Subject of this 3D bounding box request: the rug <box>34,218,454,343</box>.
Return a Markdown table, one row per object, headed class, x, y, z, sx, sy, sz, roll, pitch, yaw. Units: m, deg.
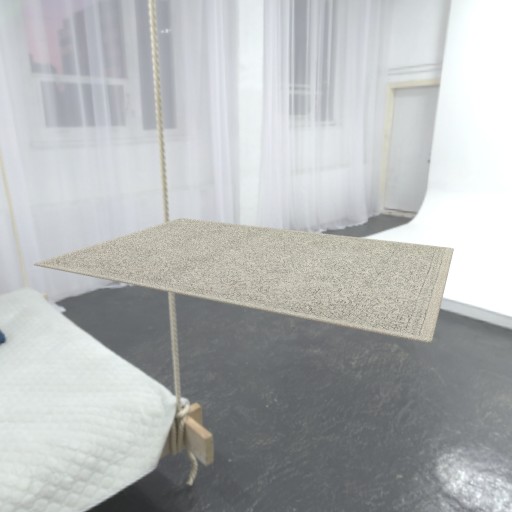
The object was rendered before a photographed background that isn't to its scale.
| class | x | y | z | sx | sy | sz | roll | pitch | yaw |
| --- | --- | --- | --- | --- | --- | --- | --- | --- | --- |
| rug | 0.000 | 0.000 | 2.876 | 2.286 | 0.011 | 1.524 | 8 | 19 | 25 |
